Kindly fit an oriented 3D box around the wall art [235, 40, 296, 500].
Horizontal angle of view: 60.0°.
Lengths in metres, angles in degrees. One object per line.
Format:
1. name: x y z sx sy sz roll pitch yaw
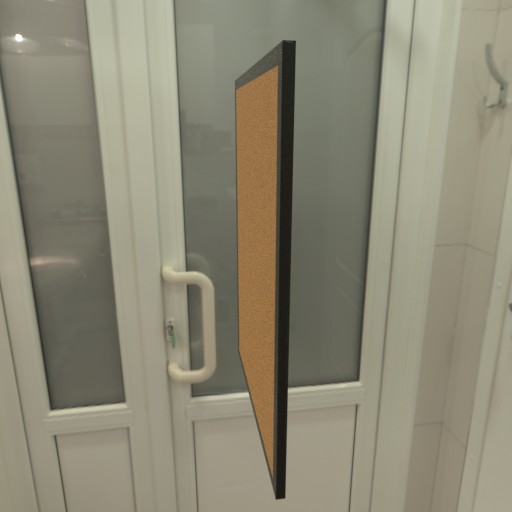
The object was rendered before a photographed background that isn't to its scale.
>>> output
1. wall art: 0.000 0.000 0.831 0.016 0.657 0.480 -3 16 -9
